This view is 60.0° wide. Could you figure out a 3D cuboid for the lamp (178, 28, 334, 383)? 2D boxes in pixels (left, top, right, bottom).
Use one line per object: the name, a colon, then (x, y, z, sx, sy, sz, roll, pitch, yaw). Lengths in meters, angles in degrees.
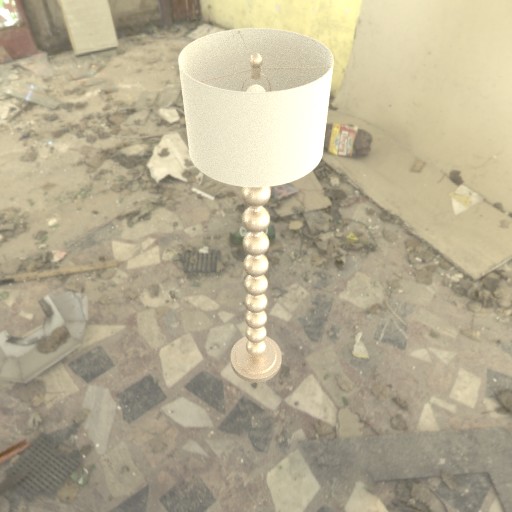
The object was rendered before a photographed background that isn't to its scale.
lamp: (0.000, 0.000, 1.649, 0.394, 1.474, 0.394, -10, 47, -10)
